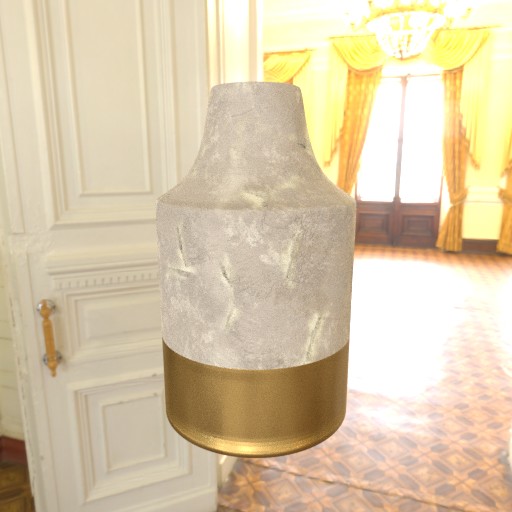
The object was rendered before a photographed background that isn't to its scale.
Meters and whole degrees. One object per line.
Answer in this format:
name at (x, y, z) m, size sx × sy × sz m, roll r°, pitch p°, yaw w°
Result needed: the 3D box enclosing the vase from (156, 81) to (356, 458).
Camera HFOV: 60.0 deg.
vase at (0.000, 0.000, 0.426) m, size 0.184 × 0.305 × 0.184 m, roll 0°, pitch 13°, yaw 0°
